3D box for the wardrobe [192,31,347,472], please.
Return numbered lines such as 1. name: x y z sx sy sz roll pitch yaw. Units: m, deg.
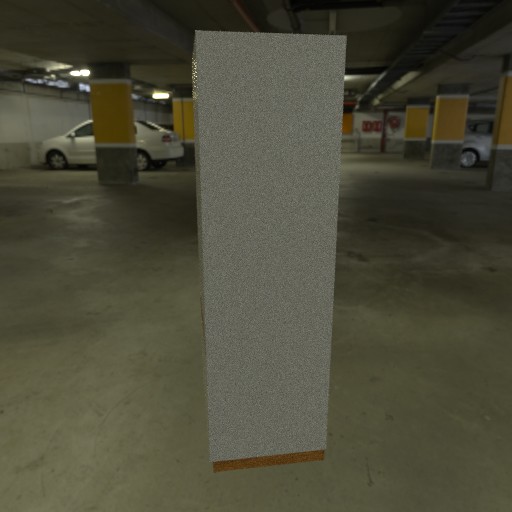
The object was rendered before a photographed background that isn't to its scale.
1. wardrobe: 0.000 0.000 2.413 0.600 2.040 0.860 -2 16 -9
